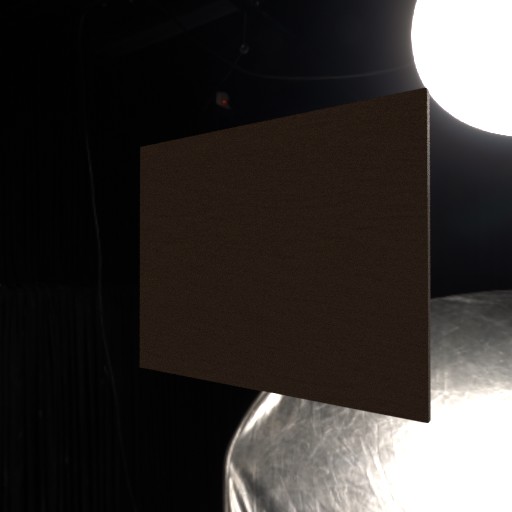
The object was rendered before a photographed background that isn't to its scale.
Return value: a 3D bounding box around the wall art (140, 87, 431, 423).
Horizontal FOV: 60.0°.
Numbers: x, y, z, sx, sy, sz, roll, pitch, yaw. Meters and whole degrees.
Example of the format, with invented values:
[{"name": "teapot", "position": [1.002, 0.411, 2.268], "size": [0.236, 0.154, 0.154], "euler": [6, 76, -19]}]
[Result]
[{"name": "wall art", "position": [0.000, 0.000, 0.682], "size": [0.508, 0.406, 0.013], "euler": [0, -1, 34]}]
